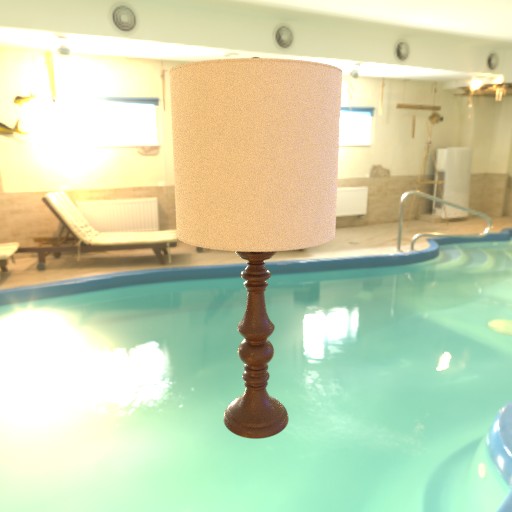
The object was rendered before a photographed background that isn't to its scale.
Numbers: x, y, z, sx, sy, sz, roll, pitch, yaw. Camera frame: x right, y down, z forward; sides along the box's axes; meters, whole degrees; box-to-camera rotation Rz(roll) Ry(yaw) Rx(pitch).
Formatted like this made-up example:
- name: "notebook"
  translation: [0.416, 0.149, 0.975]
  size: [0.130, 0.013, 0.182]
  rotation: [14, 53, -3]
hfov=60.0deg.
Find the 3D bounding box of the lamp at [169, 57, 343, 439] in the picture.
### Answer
- name: "lamp"
  translation: [0.000, 0.000, 0.719]
  size: [0.250, 0.597, 0.250]
  rotation: [14, 20, 43]
